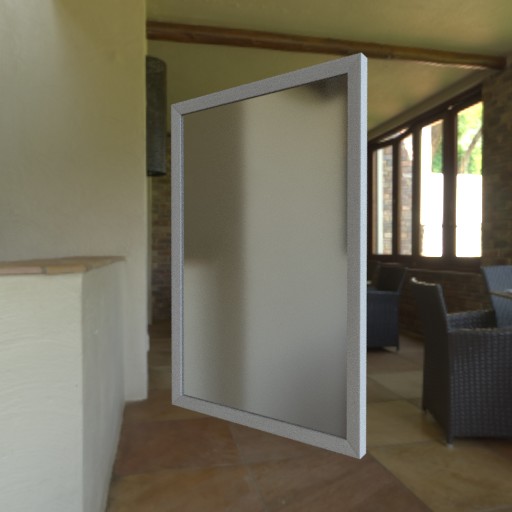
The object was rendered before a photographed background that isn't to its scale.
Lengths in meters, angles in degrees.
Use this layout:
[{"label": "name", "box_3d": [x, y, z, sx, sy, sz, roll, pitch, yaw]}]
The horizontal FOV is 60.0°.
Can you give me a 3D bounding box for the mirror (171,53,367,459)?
[{"label": "mirror", "box_3d": [0.000, 0.000, 1.191, 0.609, 0.915, 0.040, 1, 1, 36]}]
